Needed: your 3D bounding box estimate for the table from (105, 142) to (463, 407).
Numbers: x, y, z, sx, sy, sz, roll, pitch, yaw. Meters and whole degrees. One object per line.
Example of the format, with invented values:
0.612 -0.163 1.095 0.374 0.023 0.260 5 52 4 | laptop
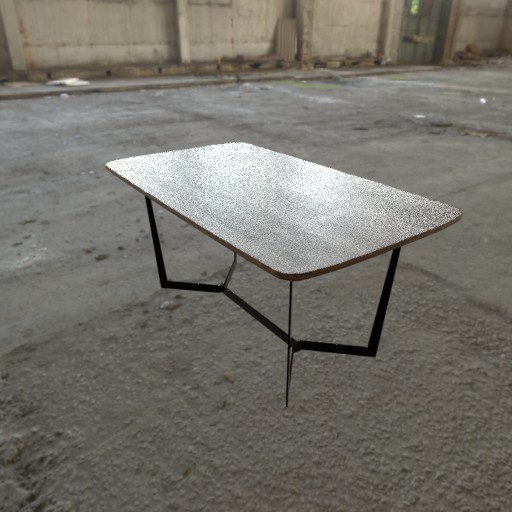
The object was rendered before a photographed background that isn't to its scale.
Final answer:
0.000 0.000 2.253 0.949 0.765 1.643 -18 31 -32 | table
